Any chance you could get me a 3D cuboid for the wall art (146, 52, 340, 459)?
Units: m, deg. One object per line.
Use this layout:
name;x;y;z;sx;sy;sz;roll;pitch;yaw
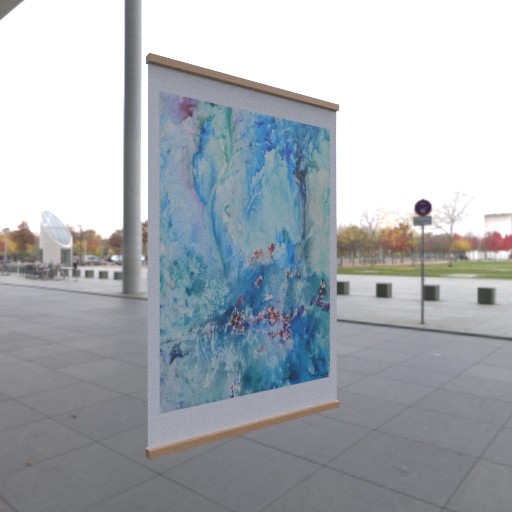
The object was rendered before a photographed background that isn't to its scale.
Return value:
wall art;0.000;0.000;0.787;0.401;0.611;0.016;0;0;-35
